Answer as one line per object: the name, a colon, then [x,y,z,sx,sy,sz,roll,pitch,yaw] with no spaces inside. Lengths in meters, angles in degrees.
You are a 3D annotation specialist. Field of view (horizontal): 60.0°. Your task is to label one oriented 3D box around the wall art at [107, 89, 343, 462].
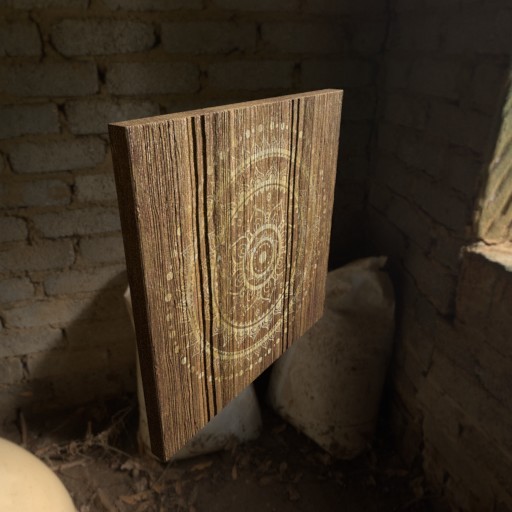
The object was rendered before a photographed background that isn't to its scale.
wall art: [0.000,0.000,0.915,0.042,0.608,0.611,18,31,32]
